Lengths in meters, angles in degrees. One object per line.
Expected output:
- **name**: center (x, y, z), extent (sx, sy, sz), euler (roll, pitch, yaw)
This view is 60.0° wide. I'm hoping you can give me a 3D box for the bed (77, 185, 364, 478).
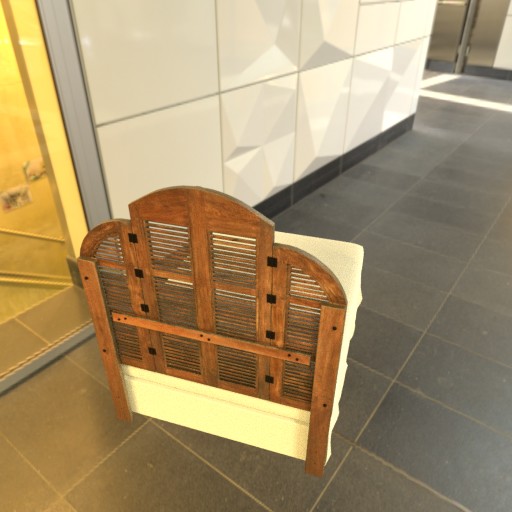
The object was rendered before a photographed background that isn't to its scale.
- **bed**: center (0.000, 0.000, 3.559), extent (1.713, 2.019, 2.138), euler (10, 34, 15)
